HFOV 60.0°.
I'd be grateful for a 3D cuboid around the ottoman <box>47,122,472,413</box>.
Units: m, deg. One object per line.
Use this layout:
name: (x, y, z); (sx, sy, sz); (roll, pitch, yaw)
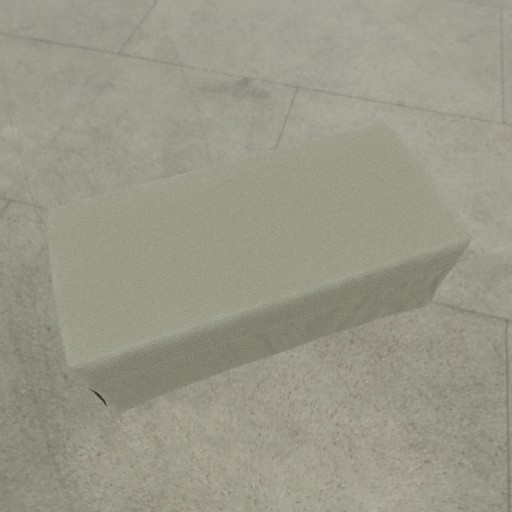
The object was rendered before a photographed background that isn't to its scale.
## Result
ottoman: (0.000, 0.000, 1.685); (1.388, 0.457, 0.665); (-17, 60, -10)
